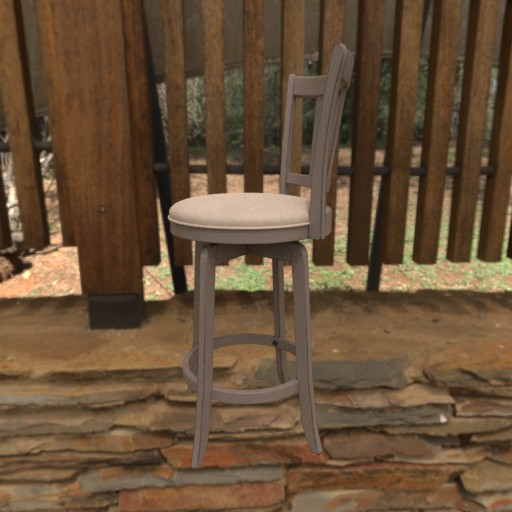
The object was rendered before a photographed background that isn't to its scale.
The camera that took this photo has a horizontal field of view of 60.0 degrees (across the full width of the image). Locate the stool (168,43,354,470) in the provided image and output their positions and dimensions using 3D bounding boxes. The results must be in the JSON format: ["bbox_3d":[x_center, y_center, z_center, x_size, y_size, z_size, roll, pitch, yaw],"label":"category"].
[{"bbox_3d":[0.000,0.000,1.243,0.475,1.023,0.436,-2,14,-10],"label":"stool"}]
